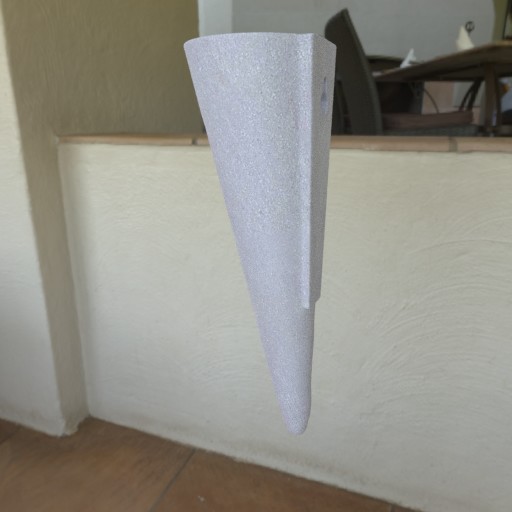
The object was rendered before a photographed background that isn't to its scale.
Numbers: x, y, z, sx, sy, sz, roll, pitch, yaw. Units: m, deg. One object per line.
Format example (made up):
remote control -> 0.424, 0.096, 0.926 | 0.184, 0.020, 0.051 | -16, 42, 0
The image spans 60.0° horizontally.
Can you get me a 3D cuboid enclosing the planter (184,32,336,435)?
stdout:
planter -> 0.000, 0.000, 0.298 | 0.087, 0.259, 0.078 | 8, 18, 24
